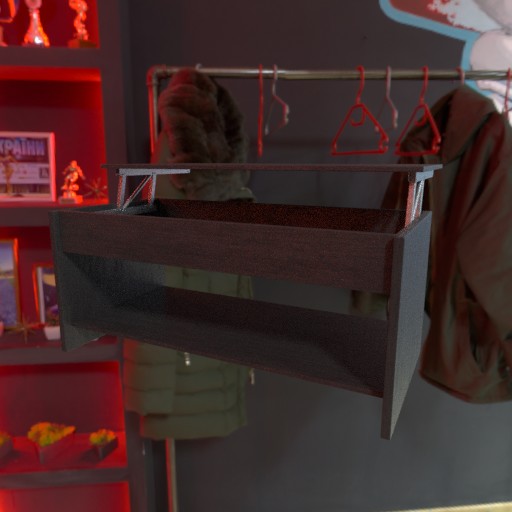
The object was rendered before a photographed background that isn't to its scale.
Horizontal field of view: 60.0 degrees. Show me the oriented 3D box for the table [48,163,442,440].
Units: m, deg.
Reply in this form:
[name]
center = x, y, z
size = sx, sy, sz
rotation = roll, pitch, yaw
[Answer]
[table]
center = 0.000, 0.000, 1.413
size = 1.000, 0.570, 0.712
rotation = 6, 14, 26
